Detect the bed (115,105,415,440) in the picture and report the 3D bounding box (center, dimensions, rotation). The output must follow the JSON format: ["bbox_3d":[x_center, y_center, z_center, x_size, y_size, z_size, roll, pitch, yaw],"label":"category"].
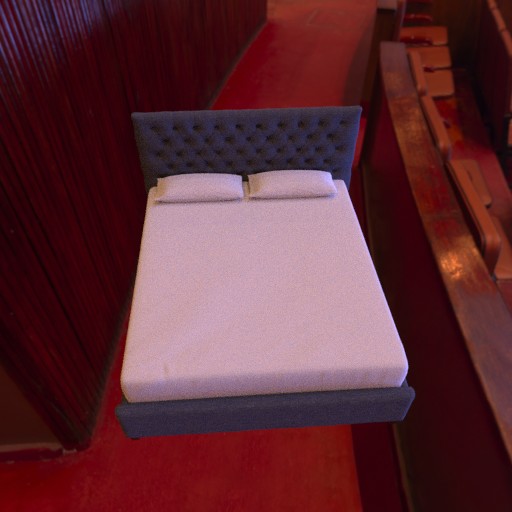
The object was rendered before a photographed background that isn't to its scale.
[{"bbox_3d":[0.000,0.000,3.649,2.078,1.427,2.387,-3,45,-3],"label":"bed"}]
